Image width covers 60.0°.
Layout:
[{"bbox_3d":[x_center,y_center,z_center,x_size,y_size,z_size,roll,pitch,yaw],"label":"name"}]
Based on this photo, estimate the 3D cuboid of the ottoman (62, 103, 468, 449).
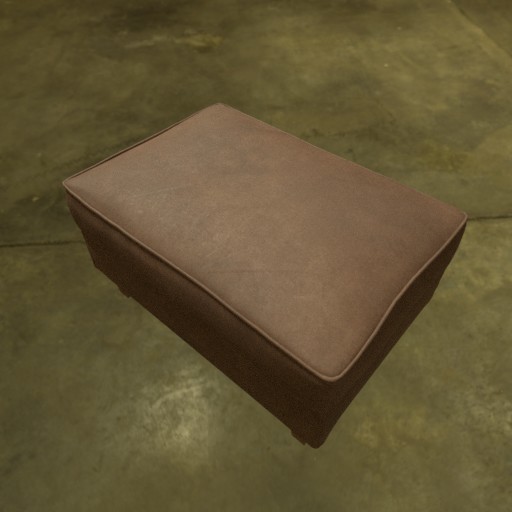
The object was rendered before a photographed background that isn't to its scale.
[{"bbox_3d":[0.000,0.000,1.215,0.860,0.481,0.596,32,54,27],"label":"ottoman"}]
